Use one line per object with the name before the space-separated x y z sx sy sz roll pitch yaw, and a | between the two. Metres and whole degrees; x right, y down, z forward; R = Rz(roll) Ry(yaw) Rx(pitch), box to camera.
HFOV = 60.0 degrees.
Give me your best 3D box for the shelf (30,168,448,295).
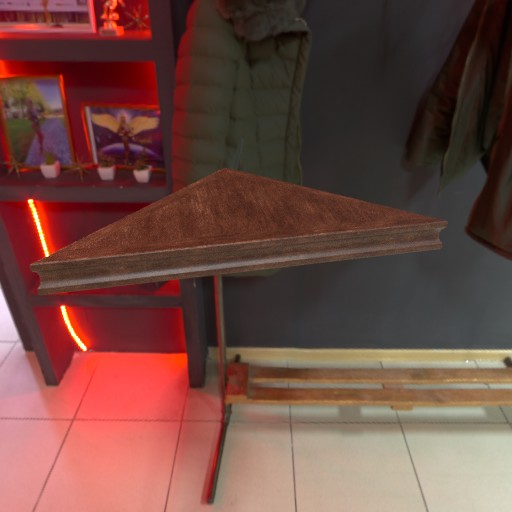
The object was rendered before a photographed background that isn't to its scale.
shelf | 0.000 0.000 0.446 0.296 0.035 0.296 19 36 28
